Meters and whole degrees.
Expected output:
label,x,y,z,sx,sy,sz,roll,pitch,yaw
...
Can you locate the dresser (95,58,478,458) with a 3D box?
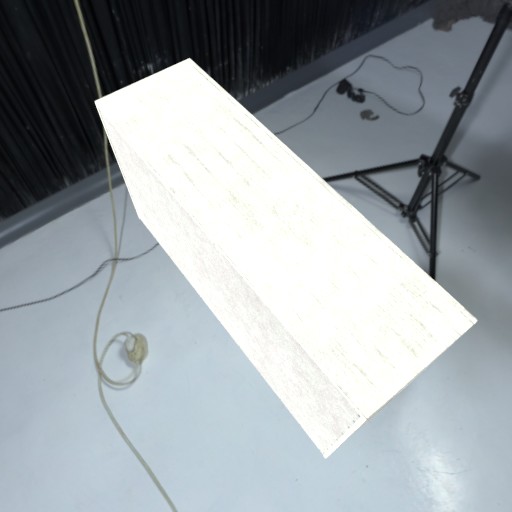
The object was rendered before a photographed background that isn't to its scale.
label,x,y,z,sx,sy,sz,roll,pitch,yaw
dresser,0.000,0.000,2.002,0.483,0.889,1.628,-33,64,-18
